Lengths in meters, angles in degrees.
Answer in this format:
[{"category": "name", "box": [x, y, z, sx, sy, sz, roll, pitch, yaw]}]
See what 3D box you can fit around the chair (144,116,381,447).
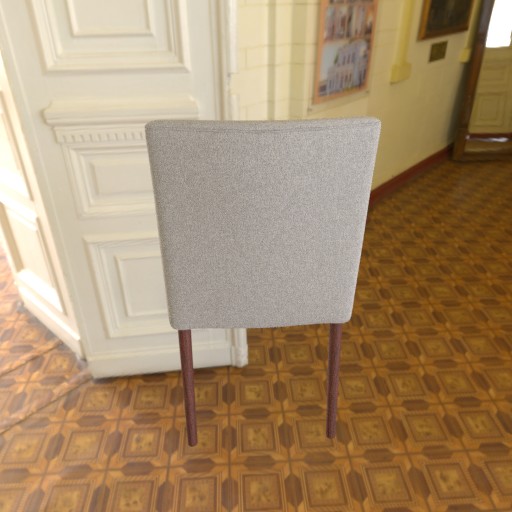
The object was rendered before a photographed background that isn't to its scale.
[{"category": "chair", "box": [0.000, 0.000, 1.205, 0.456, 0.859, 0.570, -2, 31, -3]}]
